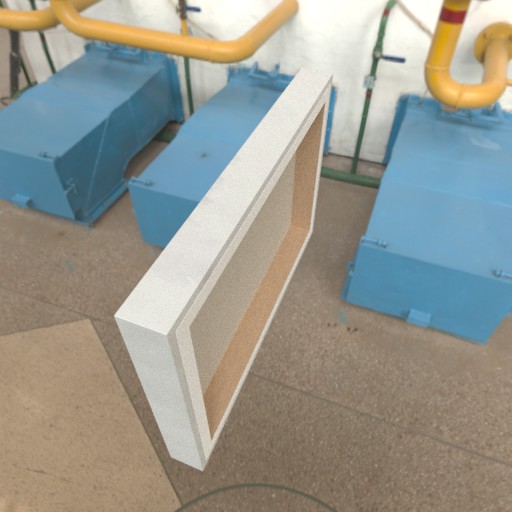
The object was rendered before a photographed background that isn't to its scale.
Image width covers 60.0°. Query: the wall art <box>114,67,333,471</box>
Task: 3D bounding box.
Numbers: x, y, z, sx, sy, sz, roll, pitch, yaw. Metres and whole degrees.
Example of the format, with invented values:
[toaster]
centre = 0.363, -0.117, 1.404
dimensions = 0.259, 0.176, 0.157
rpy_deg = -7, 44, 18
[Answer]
[wall art]
centre = 0.000, 0.000, 0.486
dimensions = 0.038, 0.254, 0.381
rpy_deg = 17, 49, 15
